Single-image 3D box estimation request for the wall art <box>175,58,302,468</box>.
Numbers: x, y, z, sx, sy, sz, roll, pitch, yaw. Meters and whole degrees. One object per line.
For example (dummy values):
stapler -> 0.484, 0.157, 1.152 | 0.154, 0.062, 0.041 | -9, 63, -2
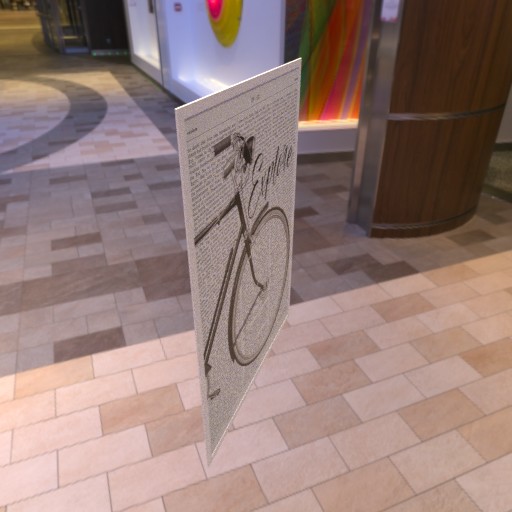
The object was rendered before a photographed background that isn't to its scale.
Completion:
wall art -> 0.000, 0.000, 0.802 | 0.003, 0.610, 0.457 | 11, 33, 18
